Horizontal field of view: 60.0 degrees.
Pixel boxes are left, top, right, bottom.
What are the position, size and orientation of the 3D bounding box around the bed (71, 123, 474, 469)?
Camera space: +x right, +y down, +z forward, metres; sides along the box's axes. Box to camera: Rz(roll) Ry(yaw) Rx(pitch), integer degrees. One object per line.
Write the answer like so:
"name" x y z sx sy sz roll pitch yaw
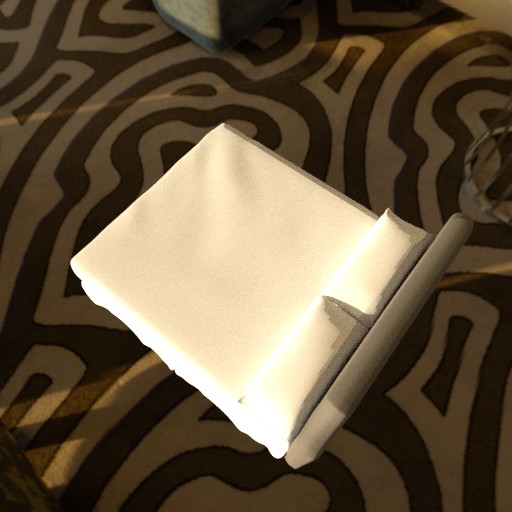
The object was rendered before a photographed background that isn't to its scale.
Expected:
"bed" 0.000 0.000 3.734 2.536 1.561 2.194 35 68 17
